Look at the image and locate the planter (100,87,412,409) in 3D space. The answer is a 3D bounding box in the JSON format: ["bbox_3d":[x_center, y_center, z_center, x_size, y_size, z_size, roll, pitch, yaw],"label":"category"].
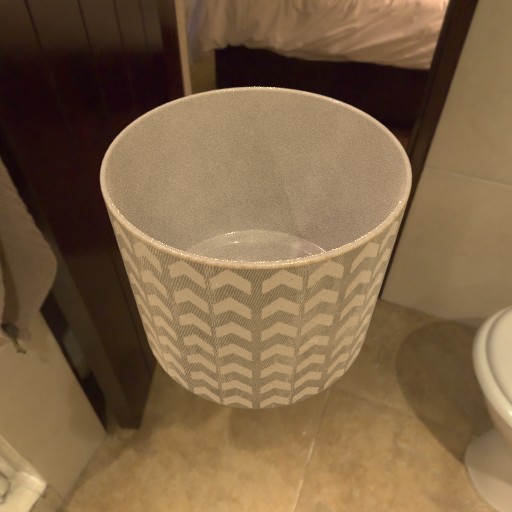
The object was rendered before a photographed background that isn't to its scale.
[{"bbox_3d":[0.000,0.000,0.450,0.250,0.239,0.250,0,46,0],"label":"planter"}]
